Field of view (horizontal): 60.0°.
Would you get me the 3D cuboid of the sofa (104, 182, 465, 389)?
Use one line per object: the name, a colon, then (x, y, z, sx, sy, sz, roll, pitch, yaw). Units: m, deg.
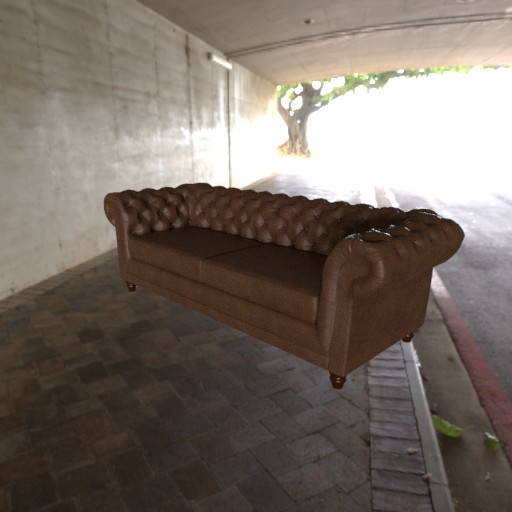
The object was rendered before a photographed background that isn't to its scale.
sofa: (0.000, 0.000, 2.942, 0.944, 0.783, 2.385, -15, 21, -43)
